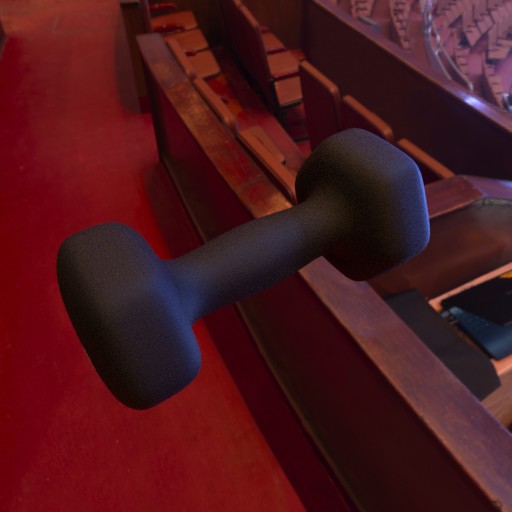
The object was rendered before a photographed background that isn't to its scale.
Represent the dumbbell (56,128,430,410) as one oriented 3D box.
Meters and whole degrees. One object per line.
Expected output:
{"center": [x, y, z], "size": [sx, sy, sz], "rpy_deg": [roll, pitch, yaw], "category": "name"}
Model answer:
{"center": [0.000, 0.000, 0.286], "size": [0.231, 0.101, 0.112], "rpy_deg": [-25, 51, -23], "category": "dumbbell"}
